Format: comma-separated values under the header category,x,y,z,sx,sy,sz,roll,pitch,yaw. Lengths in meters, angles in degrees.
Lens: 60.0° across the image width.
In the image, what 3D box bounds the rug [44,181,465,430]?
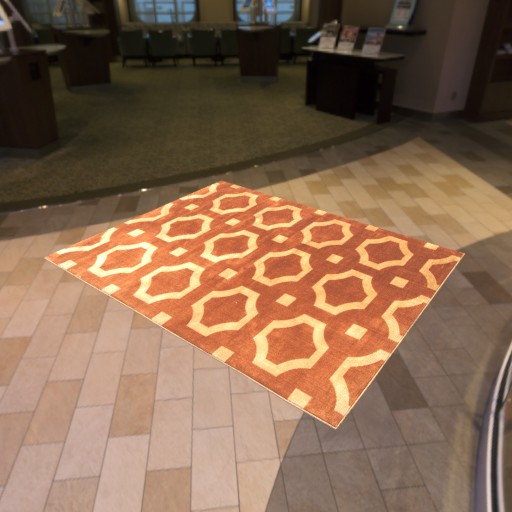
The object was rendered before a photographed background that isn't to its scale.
category,x,y,z,sx,sy,sz,roll,pitch,yaw
rug,0.000,0.000,4.120,3.049,0.021,2.466,22,37,32
